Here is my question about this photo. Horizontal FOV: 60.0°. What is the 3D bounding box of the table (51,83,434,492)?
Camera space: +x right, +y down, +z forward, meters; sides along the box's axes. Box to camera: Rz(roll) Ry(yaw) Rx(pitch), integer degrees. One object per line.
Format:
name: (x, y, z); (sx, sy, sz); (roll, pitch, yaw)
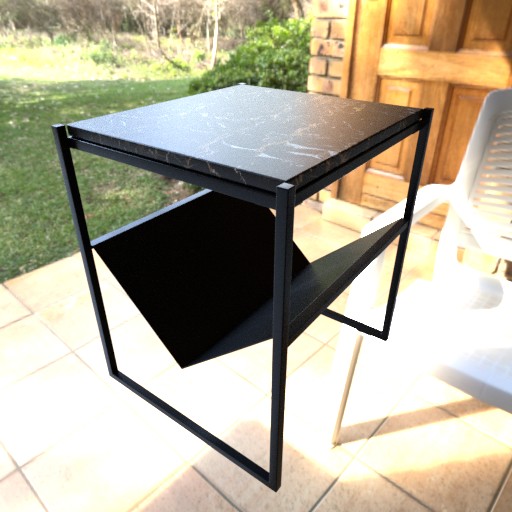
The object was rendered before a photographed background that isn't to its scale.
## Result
table: (0.000, 0.000, 0.862); (0.432, 0.534, 0.469); (21, 36, 31)
